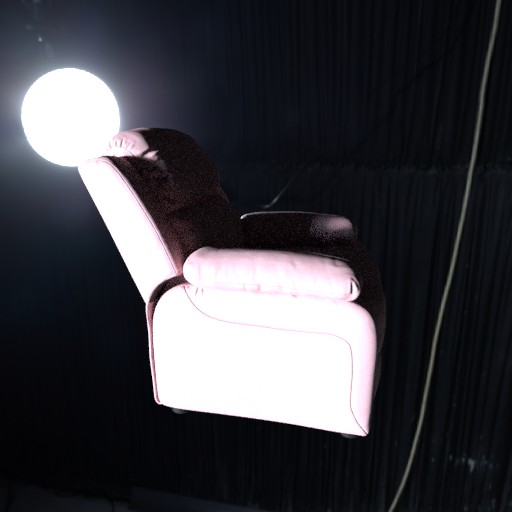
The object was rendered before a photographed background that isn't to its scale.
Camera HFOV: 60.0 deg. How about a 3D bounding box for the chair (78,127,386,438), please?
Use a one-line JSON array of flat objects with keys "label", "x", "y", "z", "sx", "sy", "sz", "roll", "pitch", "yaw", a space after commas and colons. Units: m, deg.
[{"label": "chair", "x": 0.000, "y": 0.000, "z": 1.259, "sx": 0.709, "sy": 0.702, "sz": 0.680, "roll": 3, "pitch": 15, "yaw": 11}]
